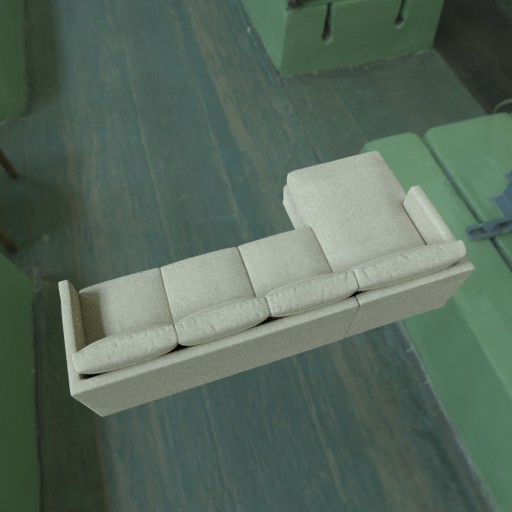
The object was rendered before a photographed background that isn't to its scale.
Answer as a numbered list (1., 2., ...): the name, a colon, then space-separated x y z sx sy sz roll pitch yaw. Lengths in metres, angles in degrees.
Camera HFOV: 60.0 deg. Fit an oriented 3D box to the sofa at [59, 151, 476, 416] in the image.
1. sofa: 0.000 0.000 3.896 3.205 0.922 1.650 -16 60 -9
